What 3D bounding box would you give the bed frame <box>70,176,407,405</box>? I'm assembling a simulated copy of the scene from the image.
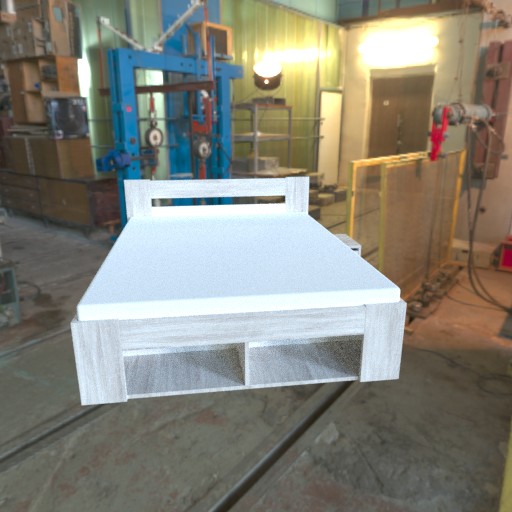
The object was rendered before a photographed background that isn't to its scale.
[{"bbox_3d":[0.000,0.000,3.180,2.040,0.860,2.050,-2,17,-8],"label":"bed frame"}]
